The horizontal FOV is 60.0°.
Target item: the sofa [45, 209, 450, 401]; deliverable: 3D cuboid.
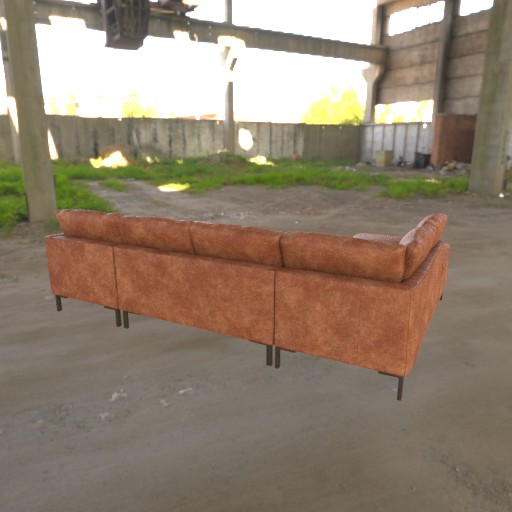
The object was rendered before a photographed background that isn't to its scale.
[{"bbox_3d":[0.000,0.000,3.853,2.956,0.900,1.939,8,17,27],"label":"sofa"}]
